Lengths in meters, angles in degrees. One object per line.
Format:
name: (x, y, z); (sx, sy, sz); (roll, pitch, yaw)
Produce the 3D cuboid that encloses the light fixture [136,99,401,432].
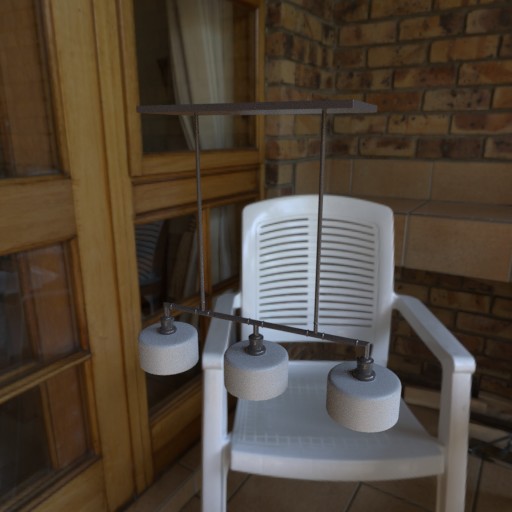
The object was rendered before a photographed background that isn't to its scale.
light fixture: (0.000, 0.000, 0.866); (0.582, 0.557, 0.177); (7, 17, 24)
